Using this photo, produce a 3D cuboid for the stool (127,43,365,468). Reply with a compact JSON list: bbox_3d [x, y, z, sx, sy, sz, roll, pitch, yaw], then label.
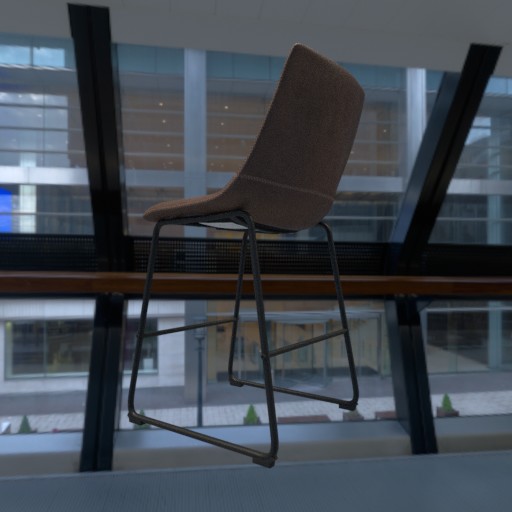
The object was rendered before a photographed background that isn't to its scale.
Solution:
[{"bbox_3d":[0.000,0.000,1.216,0.550,0.890,0.460,0,-1,36],"label":"stool"}]
